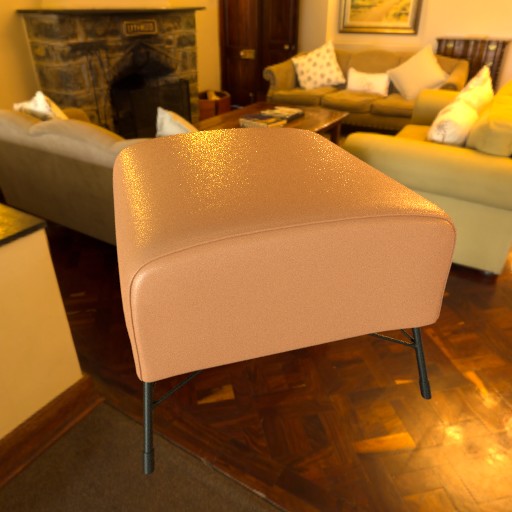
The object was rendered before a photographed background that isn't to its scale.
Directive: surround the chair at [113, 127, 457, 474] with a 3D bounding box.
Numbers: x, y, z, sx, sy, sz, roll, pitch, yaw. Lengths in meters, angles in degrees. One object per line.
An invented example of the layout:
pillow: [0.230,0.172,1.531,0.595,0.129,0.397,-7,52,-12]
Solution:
chair: [0.000,0.000,0.876,0.530,0.410,0.530,-9,31,-15]
